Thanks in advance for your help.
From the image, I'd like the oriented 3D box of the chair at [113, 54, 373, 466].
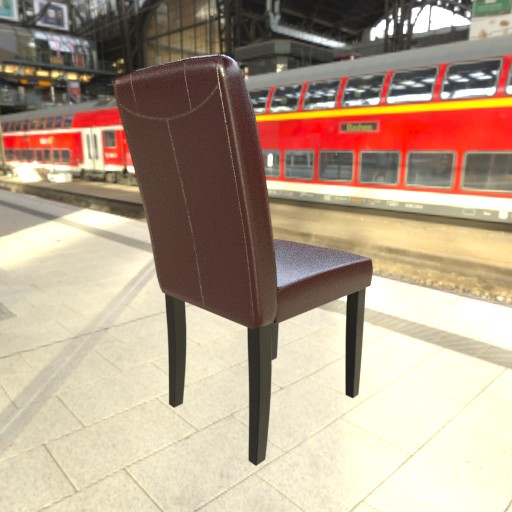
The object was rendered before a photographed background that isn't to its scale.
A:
[{"bbox_3d":[0.000,0.000,1.184,0.556,0.897,0.399,-14,19,-43],"label":"chair"}]
